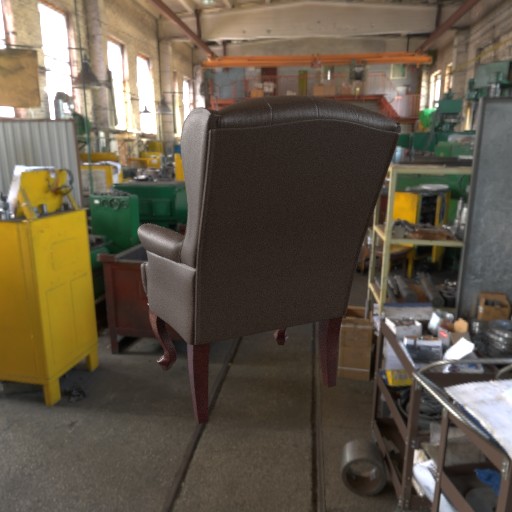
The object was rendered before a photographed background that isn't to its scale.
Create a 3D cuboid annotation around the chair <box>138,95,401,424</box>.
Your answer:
[{"bbox_3d":[0.000,0.000,1.749,0.829,1.132,0.819,-7,15,-26],"label":"chair"}]
